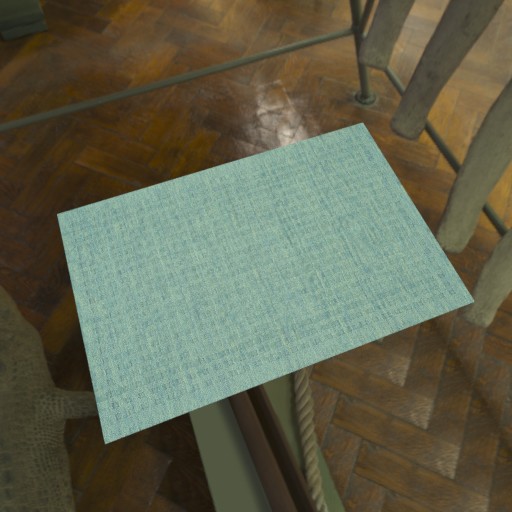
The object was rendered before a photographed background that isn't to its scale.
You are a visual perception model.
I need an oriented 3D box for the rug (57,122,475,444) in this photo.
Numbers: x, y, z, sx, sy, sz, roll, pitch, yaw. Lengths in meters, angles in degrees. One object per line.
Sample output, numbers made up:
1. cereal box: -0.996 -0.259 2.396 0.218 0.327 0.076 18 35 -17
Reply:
1. rug: 0.000 0.000 2.847 2.286 0.006 1.522 -19 66 -9
